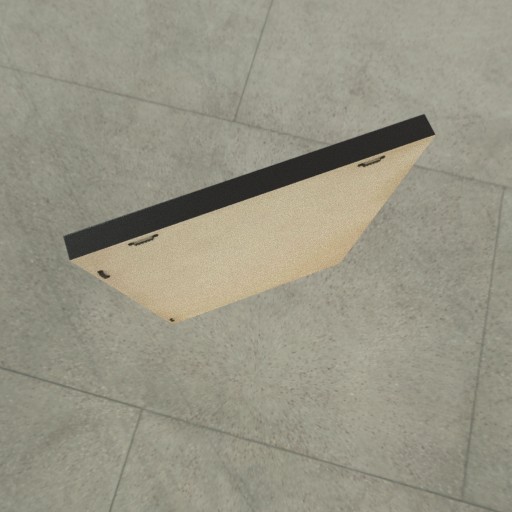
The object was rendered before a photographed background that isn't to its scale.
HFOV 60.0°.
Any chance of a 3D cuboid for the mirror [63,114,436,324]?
[{"bbox_3d":[0.000,0.000,0.922,0.507,0.710,0.040,-20,76,-5],"label":"mirror"}]
